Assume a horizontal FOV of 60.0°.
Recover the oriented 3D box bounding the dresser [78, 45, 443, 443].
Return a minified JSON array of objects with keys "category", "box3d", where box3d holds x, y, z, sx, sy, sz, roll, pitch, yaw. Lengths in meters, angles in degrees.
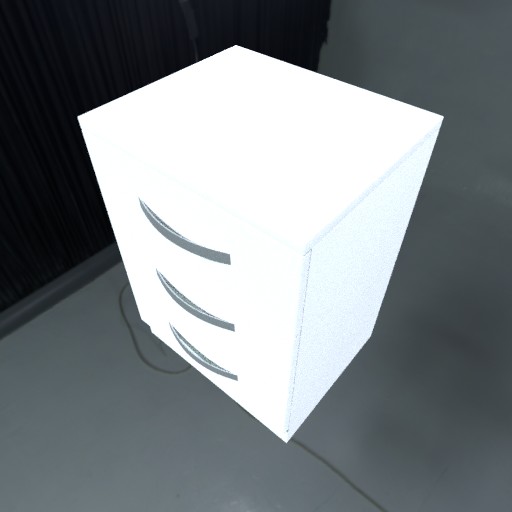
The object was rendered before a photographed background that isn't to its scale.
[{"category":"dresser","box3d":[0.000,0.000,0.830,0.400,0.560,0.360,31,54,27]}]
